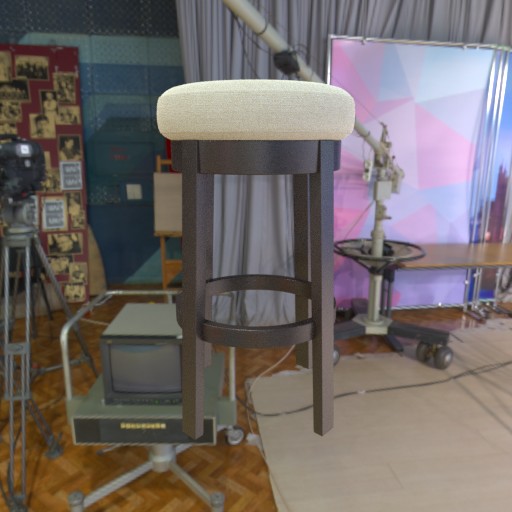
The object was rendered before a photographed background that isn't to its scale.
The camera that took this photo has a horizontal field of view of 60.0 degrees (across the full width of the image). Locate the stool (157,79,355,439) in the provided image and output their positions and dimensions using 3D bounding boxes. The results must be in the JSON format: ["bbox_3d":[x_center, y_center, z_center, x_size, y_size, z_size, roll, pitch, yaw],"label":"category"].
[{"bbox_3d":[0.000,0.000,1.059,0.446,0.758,0.446,0,15,0],"label":"stool"}]
